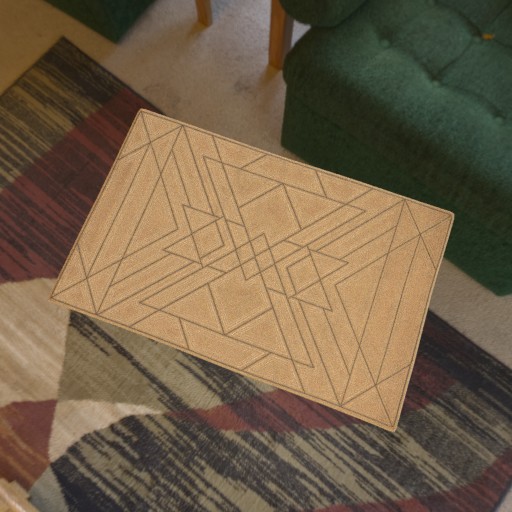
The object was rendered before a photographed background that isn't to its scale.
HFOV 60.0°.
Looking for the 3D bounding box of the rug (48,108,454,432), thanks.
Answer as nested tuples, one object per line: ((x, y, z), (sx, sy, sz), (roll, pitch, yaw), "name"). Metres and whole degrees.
((0.000, 0.000, 3.097), (2.459, 0.023, 1.575), (20, 77, 5), "rug")
